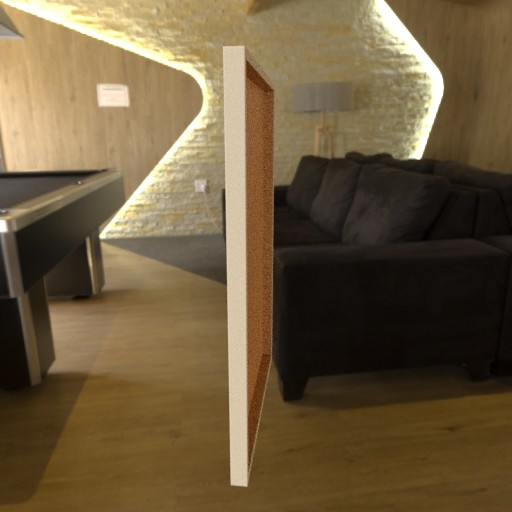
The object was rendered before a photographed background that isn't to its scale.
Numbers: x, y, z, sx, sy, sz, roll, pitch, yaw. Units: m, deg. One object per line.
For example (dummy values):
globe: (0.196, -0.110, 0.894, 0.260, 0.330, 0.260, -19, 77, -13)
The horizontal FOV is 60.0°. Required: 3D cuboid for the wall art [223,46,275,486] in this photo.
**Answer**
wall art: (0.000, 0.000, 1.176, 0.038, 0.914, 0.610, 2, 15, 7)
